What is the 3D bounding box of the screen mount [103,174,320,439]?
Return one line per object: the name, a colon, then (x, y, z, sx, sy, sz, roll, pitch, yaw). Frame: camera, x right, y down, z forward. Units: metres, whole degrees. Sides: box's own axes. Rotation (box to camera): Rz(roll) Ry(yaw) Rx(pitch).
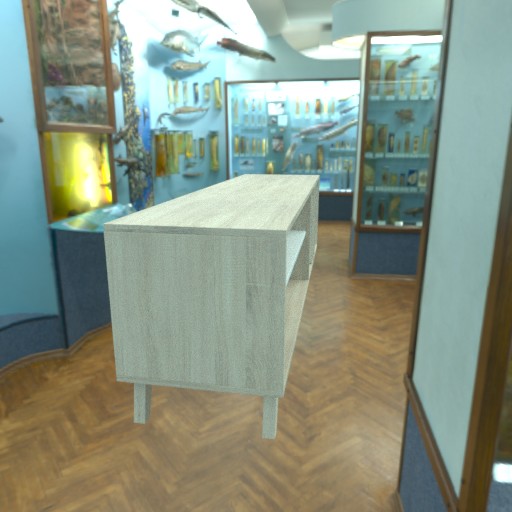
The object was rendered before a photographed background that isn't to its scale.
screen mount: (0.000, 0.000, 1.706, 0.400, 0.510, 1.500, 3, 15, 10)
